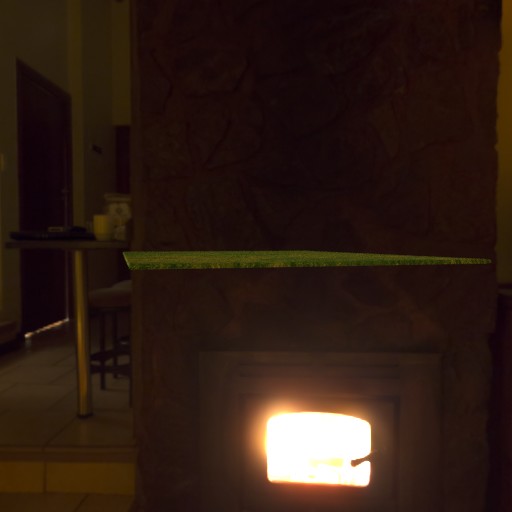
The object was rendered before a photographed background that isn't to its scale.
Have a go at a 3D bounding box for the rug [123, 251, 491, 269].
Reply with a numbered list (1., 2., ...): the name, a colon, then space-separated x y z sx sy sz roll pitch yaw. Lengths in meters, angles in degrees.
1. rug: 0.000 0.000 4.235 2.405 0.027 3.217 -1 2 -17
